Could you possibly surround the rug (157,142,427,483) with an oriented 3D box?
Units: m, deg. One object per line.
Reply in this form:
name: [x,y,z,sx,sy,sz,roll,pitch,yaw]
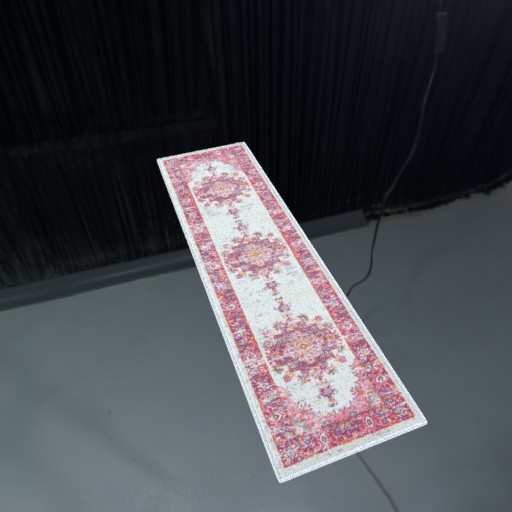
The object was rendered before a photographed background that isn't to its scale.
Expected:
rug: [0.000,0.000,2.491,0.666,0.011,2.294,-15,48,-14]
